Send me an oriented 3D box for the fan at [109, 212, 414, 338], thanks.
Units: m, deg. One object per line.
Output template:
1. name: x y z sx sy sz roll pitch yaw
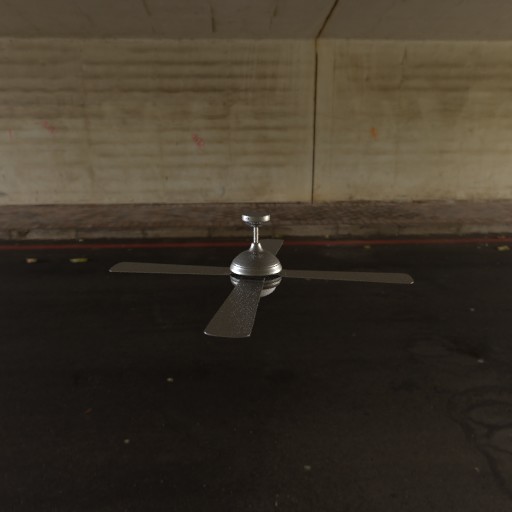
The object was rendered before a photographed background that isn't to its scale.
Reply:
1. fan: 0.000 0.000 2.017 1.321 0.381 1.321 8 17 28
